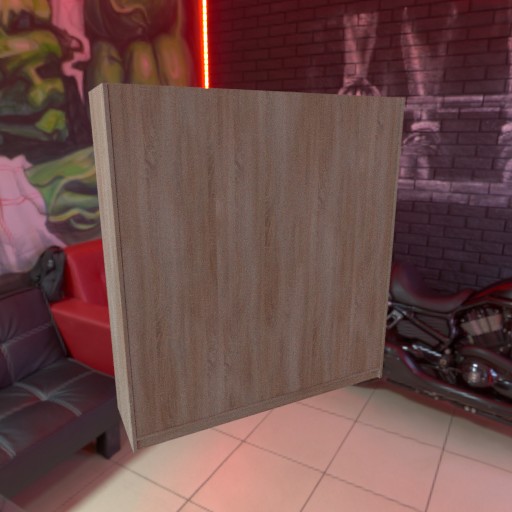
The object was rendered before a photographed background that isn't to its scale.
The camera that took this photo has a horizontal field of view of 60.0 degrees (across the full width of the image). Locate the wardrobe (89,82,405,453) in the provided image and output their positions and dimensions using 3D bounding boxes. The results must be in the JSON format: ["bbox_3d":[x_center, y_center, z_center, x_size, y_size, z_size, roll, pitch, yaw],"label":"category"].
[{"bbox_3d":[0.000,0.000,3.158,1.998,2.159,0.598,-8,17,-26],"label":"wardrobe"}]
